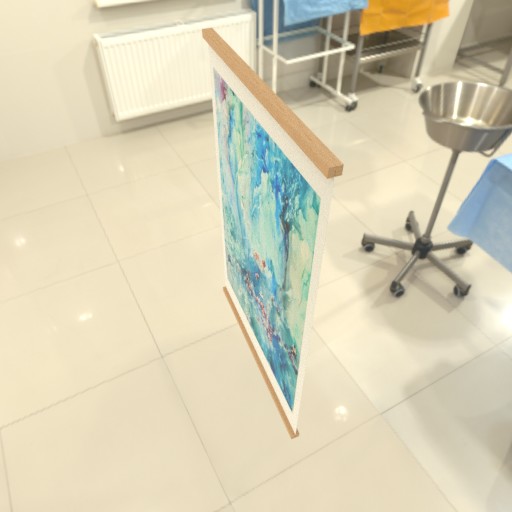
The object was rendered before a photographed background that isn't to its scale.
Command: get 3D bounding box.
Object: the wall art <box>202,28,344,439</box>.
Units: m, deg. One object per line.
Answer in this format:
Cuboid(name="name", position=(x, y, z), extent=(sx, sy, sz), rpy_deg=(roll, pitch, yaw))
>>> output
Cuboid(name="wall art", position=(0.000, 0.000, 0.636), extent=(0.013, 0.510, 0.335), rpy_deg=(-16, 47, -15))
